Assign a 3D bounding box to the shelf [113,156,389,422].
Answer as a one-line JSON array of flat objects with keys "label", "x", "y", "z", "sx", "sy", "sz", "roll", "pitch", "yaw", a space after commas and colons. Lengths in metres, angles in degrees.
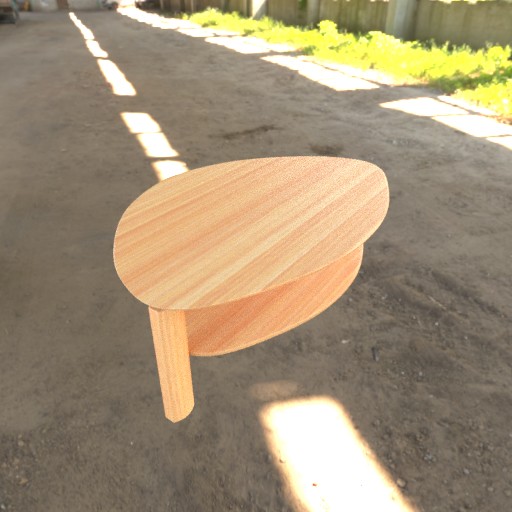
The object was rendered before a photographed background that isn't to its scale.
[{"label": "shelf", "x": 0.000, "y": 0.000, "z": 1.665, "sx": 0.845, "sy": 0.440, "sz": 1.246, "roll": 20, "pitch": 37, "yaw": 30}]
